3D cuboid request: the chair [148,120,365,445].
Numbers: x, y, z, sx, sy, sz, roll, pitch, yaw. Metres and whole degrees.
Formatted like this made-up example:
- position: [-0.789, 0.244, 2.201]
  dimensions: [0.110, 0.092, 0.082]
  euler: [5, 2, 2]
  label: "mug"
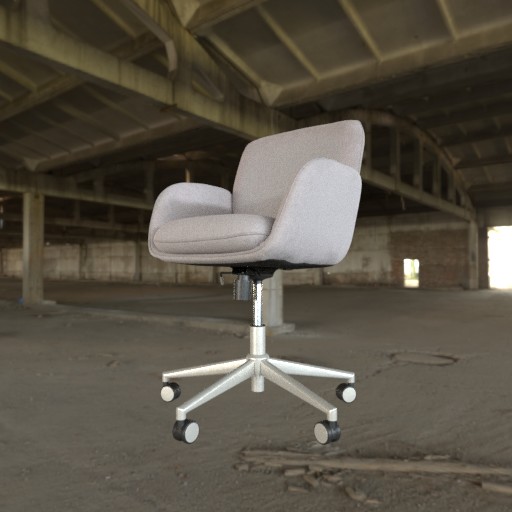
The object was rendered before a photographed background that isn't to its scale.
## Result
- position: [0.000, 0.000, 1.380]
  dimensions: [0.648, 0.959, 0.654]
  euler: [-1, -2, 37]
  label: "chair"
